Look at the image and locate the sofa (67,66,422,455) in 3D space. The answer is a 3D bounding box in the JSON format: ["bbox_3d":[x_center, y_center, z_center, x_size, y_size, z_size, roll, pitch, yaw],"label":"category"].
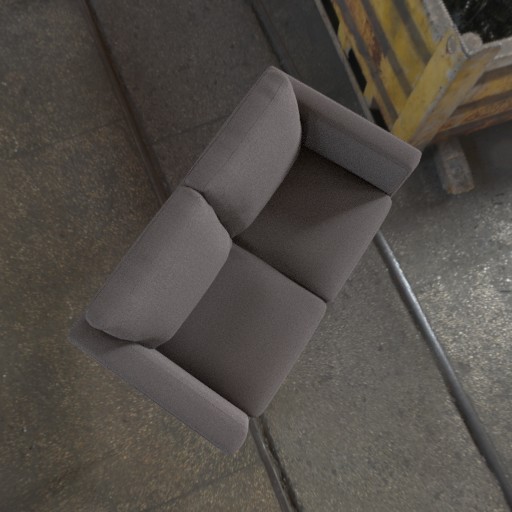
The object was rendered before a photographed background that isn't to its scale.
[{"bbox_3d":[0.000,0.000,1.983,0.796,0.908,1.430,33,79,7],"label":"sofa"}]
